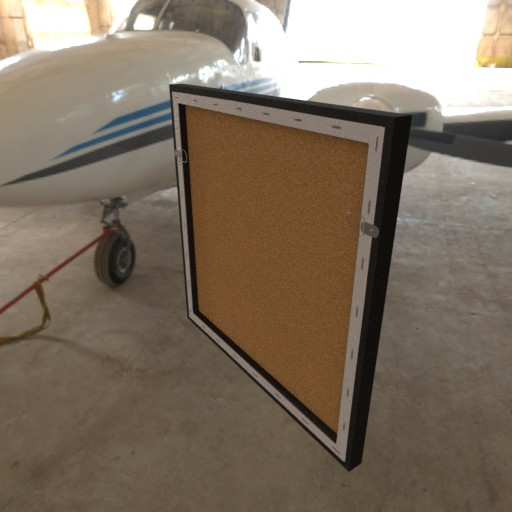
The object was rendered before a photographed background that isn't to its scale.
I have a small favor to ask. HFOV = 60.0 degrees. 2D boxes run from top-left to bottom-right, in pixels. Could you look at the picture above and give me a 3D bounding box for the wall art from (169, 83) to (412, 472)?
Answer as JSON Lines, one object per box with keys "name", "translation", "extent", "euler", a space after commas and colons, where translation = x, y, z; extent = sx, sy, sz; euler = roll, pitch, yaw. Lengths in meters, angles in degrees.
{"name": "wall art", "translation": [0.000, 0.000, 1.107], "extent": [0.044, 0.758, 0.758], "euler": [-17, 30, -32]}
